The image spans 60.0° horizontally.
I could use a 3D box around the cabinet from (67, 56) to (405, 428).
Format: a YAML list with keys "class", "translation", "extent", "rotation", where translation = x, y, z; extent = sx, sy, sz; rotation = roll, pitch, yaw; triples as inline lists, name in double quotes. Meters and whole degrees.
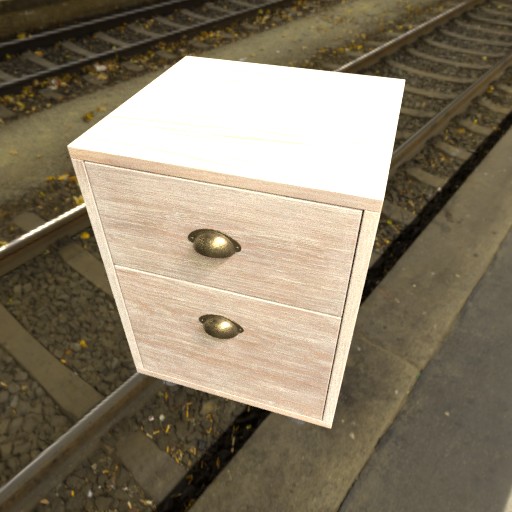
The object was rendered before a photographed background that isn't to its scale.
- class: "cabinet"
  translation: [0.000, 0.000, 0.855]
  extent: [0.409, 0.579, 0.401]
  rotation: [12, 43, 13]
